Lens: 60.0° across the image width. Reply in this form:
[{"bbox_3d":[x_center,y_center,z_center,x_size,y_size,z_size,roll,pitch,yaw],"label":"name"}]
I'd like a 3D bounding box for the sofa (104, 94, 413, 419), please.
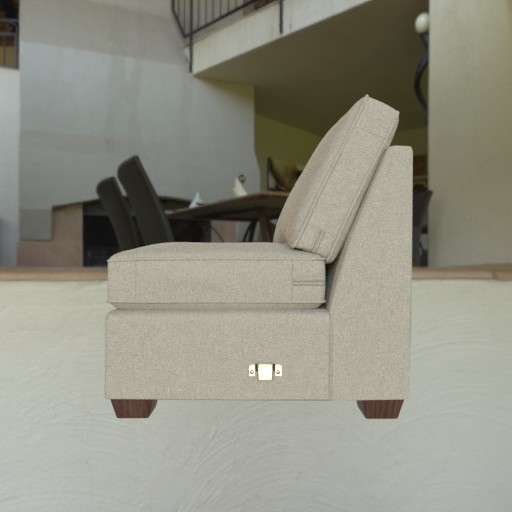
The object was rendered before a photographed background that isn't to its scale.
[{"bbox_3d":[0.000,0.000,1.948,0.951,1.008,1.237,0,0,0],"label":"sofa"}]
